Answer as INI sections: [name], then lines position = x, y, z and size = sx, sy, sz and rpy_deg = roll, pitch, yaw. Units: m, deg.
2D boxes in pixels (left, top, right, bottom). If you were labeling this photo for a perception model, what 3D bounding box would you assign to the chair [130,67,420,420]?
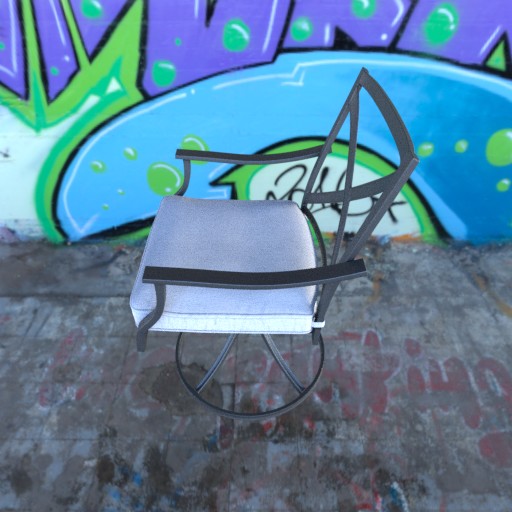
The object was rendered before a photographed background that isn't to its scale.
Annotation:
[chair]
position = 0.000, 0.000, 1.269
size = 0.620, 0.889, 0.575
rpy_deg = 0, 41, 0
